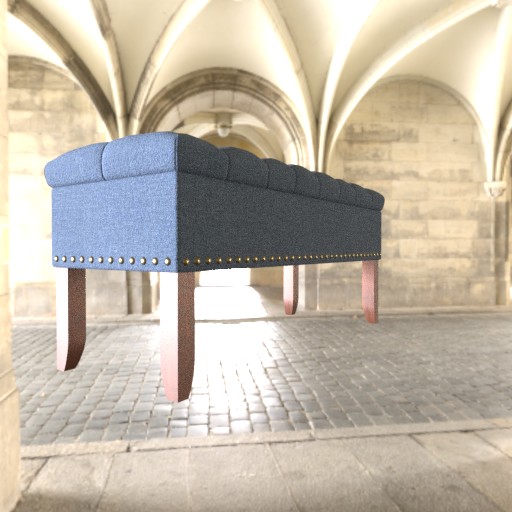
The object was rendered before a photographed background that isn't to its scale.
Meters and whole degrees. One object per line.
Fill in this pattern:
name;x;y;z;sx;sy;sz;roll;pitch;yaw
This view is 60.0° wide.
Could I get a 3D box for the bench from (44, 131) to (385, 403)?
bench;0.000;0.000;1.289;0.417;0.492;1.052;1;1;35
